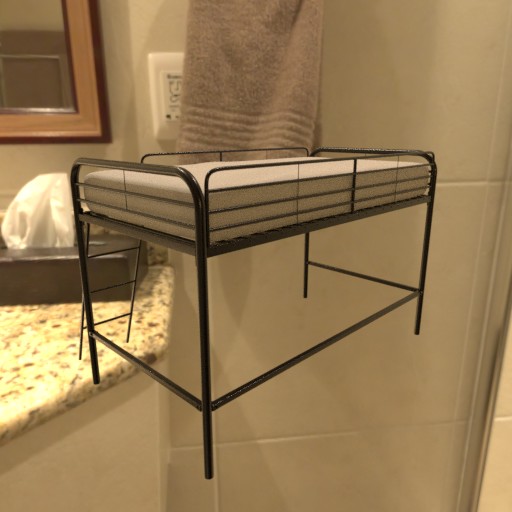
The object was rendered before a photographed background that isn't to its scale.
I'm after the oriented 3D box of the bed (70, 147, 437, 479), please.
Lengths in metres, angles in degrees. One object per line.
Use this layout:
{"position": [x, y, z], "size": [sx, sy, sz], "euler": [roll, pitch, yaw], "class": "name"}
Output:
{"position": [0.000, 0.000, 2.822], "size": [1.393, 1.289, 1.968], "euler": [15, 22, 43], "class": "bed"}
